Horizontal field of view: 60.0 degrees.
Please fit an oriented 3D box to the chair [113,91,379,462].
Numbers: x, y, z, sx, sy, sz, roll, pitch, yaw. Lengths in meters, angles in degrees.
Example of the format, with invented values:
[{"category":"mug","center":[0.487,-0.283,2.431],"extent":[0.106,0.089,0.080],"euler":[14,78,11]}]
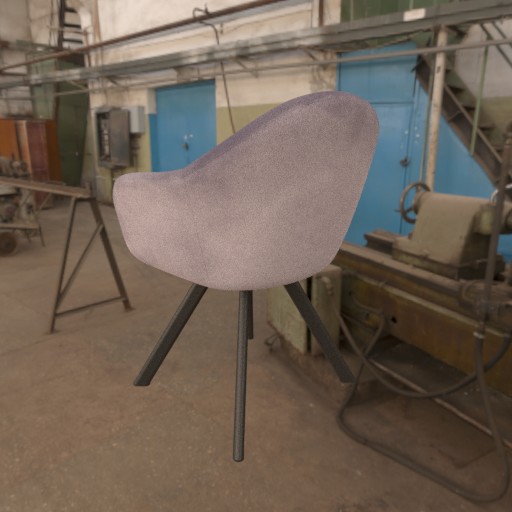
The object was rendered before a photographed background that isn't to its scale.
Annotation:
[{"category":"chair","center":[0.000,0.000,1.156],"extent":[0.570,0.780,0.540],"euler":[-15,22,-43]}]
